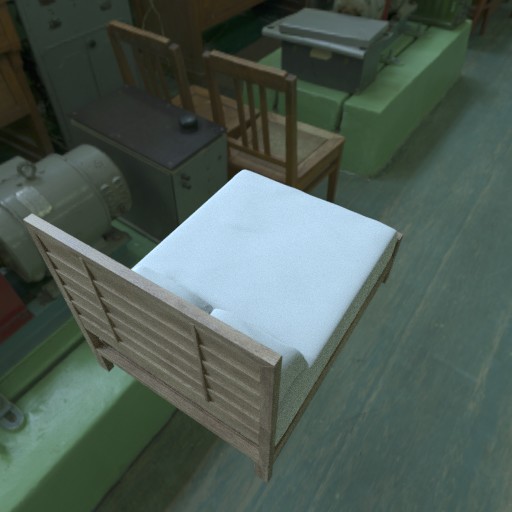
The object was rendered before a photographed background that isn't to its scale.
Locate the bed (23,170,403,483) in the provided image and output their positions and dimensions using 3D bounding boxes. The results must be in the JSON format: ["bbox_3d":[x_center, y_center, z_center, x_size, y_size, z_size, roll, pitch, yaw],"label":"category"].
[{"bbox_3d":[0.000,0.000,3.346,1.626,1.626,2.197,26,53,22],"label":"bed"}]
